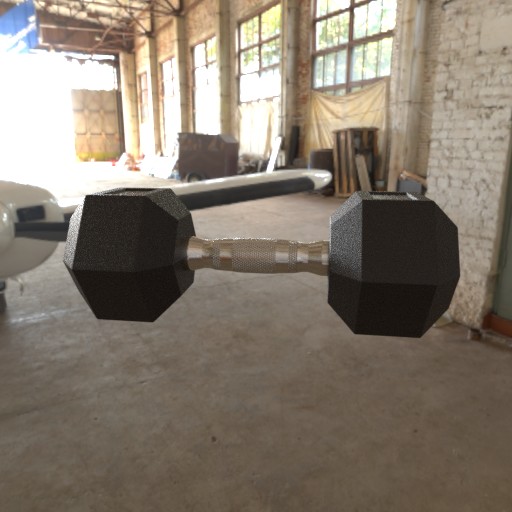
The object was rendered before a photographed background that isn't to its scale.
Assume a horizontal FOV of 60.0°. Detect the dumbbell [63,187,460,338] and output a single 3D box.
[{"bbox_3d":[0.000,0.000,0.435,0.356,0.123,0.141,2,14,8],"label":"dumbbell"}]
